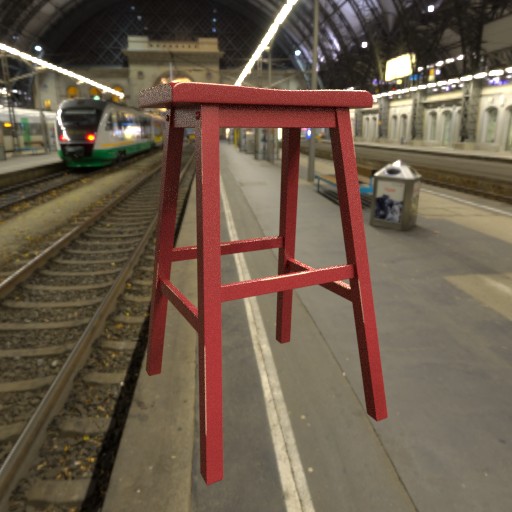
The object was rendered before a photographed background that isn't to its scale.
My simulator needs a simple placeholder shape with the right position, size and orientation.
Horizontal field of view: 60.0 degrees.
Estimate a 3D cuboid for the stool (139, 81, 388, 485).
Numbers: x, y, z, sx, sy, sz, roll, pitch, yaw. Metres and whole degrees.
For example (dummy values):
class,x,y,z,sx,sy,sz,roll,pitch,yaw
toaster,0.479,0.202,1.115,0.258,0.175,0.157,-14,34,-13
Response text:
class,x,y,z,sx,sy,sz,roll,pitch,yaw
stool,0.000,0.000,1.052,0.457,0.737,0.476,-8,18,-26
